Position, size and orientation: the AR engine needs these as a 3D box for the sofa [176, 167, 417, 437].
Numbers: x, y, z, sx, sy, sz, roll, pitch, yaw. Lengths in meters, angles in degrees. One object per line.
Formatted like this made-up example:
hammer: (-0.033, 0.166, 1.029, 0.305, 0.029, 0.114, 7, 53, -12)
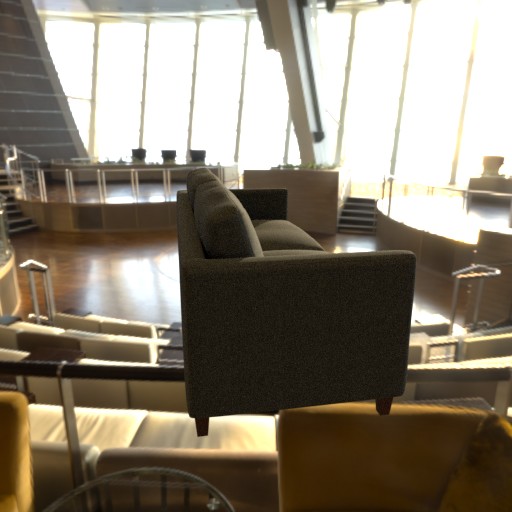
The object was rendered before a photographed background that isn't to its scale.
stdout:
sofa: (0.000, 0.000, 2.753, 0.948, 0.965, 2.208, -3, 16, -10)
